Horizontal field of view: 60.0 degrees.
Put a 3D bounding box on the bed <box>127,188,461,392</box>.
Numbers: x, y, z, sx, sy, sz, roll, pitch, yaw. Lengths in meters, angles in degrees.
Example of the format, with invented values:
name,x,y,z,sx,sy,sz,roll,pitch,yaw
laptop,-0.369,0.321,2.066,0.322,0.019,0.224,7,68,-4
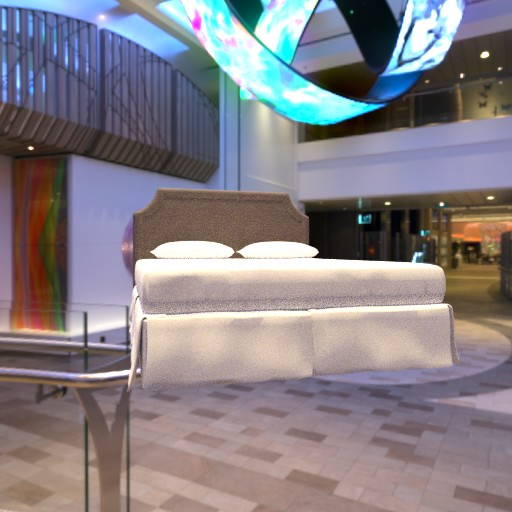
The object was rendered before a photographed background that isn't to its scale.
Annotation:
name,x,y,z,sx,sy,sz,roll,pitch,yaw
bed,0.000,0.000,4.190,2.350,1.590,2.773,0,1,-16
